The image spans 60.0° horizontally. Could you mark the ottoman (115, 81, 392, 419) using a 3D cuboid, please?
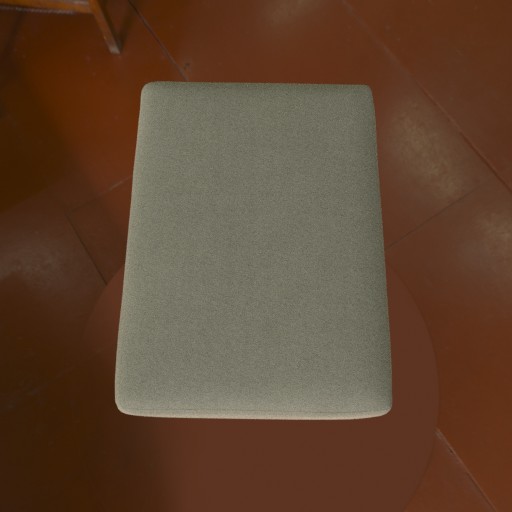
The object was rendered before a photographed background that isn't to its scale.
[{"bbox_3d":[0.000,0.000,1.154,0.569,0.504,0.773,1,75,0],"label":"ottoman"}]
